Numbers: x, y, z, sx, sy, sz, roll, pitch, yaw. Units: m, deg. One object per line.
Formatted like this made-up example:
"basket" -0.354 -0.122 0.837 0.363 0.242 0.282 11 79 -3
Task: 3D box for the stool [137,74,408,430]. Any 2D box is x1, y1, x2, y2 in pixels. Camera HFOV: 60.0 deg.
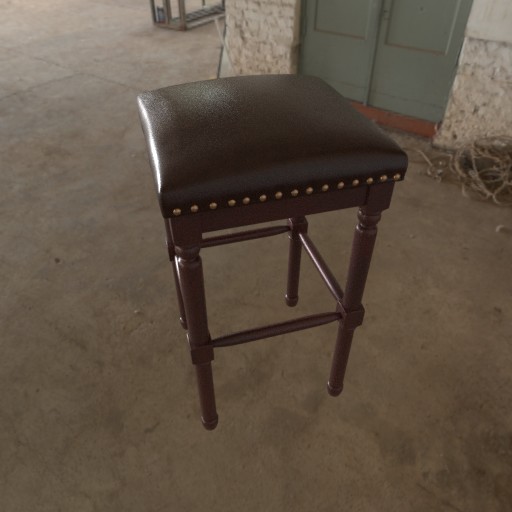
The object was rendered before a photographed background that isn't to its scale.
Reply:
"stool" 0.000 0.000 0.962 0.383 0.702 0.382 -11 41 -12
